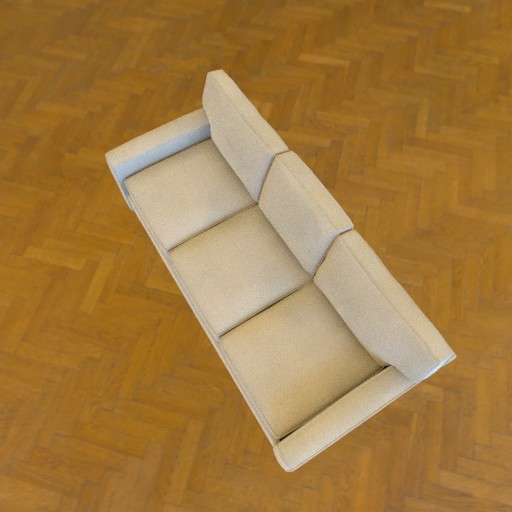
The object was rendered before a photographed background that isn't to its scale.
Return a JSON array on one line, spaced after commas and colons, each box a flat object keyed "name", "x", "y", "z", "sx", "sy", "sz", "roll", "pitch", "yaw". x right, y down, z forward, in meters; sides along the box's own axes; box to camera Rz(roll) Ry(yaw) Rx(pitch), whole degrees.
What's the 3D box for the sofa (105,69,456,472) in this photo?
[{"name": "sofa", "x": 0.000, "y": 0.000, "z": 2.564, "sx": 0.935, "sy": 0.862, "sz": 2.088, "roll": -29, "pitch": 68, "yaw": -13}]
